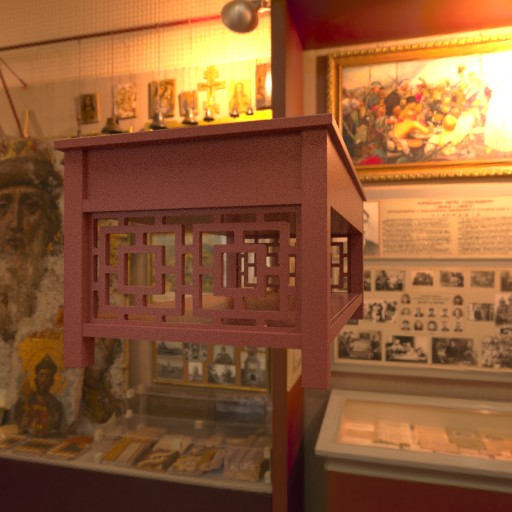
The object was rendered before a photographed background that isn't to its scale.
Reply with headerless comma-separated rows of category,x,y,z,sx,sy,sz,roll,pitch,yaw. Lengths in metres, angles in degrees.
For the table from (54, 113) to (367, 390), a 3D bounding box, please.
table,0.000,0.000,1.380,0.612,0.493,1.068,0,-1,17
